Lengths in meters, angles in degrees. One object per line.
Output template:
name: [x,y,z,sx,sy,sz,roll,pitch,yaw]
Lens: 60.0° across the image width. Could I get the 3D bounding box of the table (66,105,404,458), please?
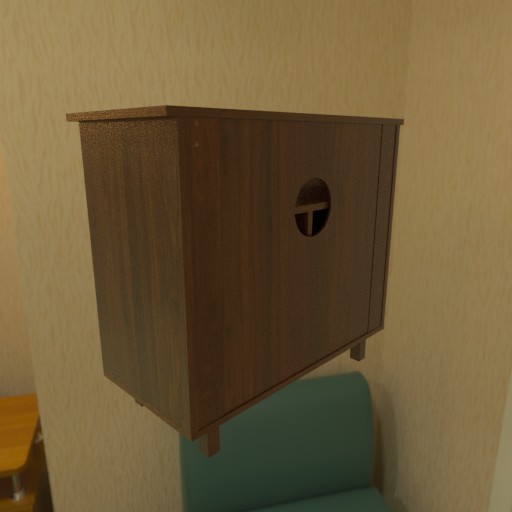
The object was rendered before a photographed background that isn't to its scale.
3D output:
table: [0.000,0.000,1.208,0.390,0.725,0.802,14,21,43]
